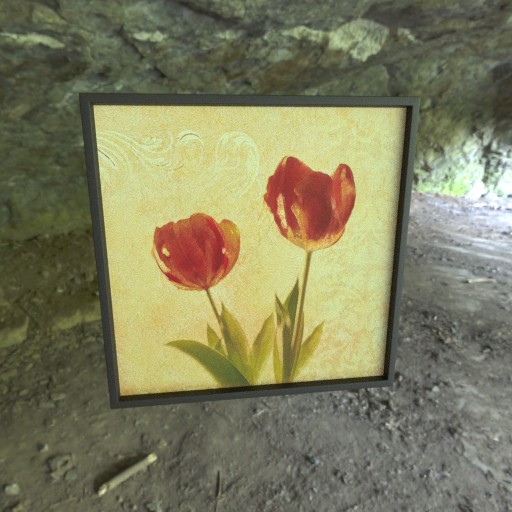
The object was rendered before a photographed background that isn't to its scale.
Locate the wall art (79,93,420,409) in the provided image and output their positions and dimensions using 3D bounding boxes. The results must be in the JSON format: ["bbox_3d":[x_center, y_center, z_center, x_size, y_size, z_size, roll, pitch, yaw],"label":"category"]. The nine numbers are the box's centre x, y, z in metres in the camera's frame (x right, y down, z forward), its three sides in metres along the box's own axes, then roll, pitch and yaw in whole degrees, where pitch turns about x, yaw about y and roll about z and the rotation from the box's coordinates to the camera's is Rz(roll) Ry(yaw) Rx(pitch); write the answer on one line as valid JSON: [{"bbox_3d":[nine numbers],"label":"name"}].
[{"bbox_3d":[0.000,0.000,0.514,0.349,0.349,0.038,-2,16,-8],"label":"wall art"}]
